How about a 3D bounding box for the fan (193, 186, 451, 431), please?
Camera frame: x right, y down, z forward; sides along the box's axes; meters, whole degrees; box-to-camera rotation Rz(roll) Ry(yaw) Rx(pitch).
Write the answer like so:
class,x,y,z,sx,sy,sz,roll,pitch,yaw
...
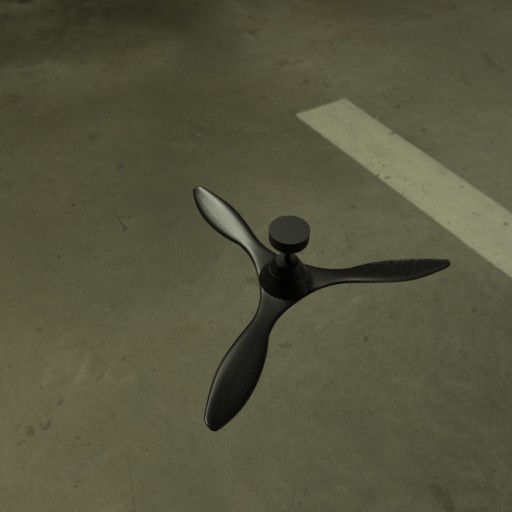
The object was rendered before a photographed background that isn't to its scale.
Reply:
class,x,y,z,sx,sy,sz,roll,pitch,yaw
fan,0.000,0.000,1.605,1.067,0.305,1.067,33,55,27
